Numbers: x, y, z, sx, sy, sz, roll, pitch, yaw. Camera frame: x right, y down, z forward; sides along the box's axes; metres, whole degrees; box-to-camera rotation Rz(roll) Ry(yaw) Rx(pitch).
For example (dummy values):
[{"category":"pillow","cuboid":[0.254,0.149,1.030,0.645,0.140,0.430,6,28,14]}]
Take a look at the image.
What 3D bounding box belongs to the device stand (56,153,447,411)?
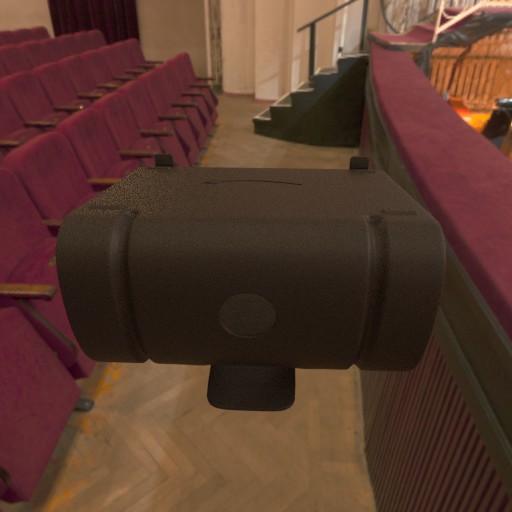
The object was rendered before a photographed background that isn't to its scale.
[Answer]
[{"category":"device stand","cuboid":[0.000,0.000,0.395,0.256,0.155,0.236,1,30,2]}]
